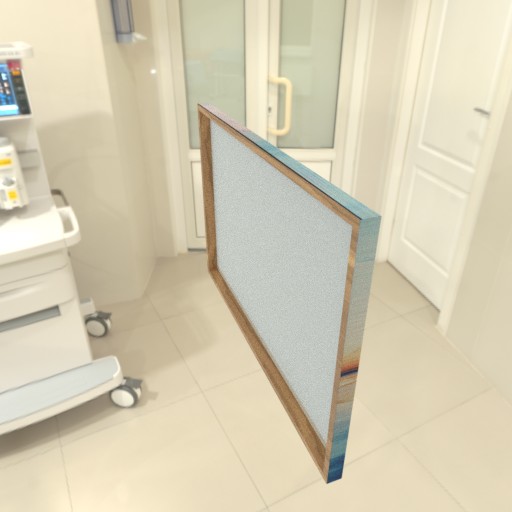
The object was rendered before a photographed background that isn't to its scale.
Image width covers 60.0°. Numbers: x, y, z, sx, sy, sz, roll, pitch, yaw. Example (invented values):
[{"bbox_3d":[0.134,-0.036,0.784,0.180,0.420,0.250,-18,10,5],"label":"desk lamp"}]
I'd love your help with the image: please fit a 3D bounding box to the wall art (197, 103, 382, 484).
[{"bbox_3d":[0.000,0.000,1.149,0.037,0.605,0.911,-11,31,-18],"label":"wall art"}]
